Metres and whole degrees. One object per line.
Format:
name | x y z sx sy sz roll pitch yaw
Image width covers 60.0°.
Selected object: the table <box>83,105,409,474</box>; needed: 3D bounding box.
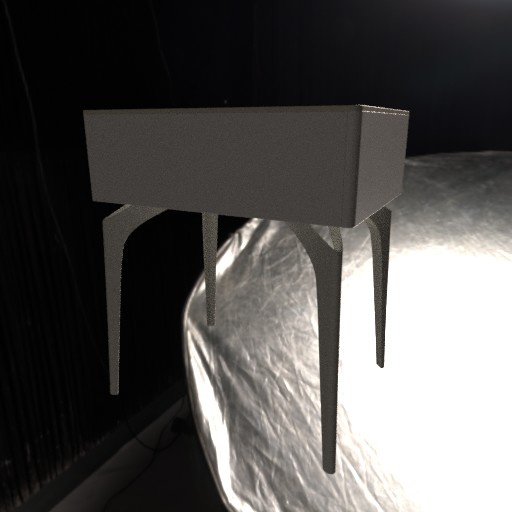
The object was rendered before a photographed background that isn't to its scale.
table | 0.000 0.000 0.917 0.500 0.570 0.400 9 19 26
